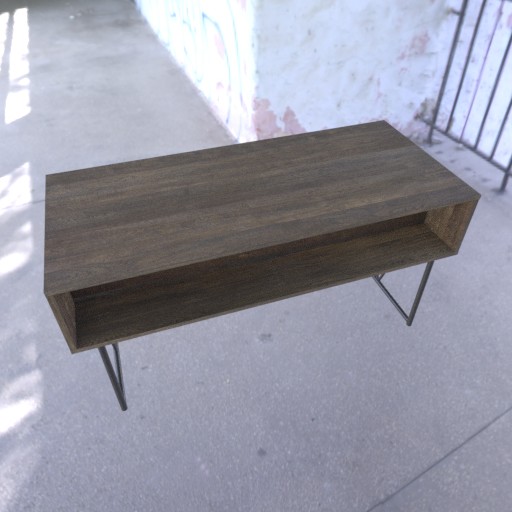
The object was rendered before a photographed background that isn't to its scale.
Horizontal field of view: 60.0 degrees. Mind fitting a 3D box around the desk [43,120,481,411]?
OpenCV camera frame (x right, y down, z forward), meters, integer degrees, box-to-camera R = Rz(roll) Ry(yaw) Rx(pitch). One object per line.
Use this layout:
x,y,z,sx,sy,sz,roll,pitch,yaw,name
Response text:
0.000,0.000,2.041,1.600,0.780,0.730,-13,43,-14,desk
